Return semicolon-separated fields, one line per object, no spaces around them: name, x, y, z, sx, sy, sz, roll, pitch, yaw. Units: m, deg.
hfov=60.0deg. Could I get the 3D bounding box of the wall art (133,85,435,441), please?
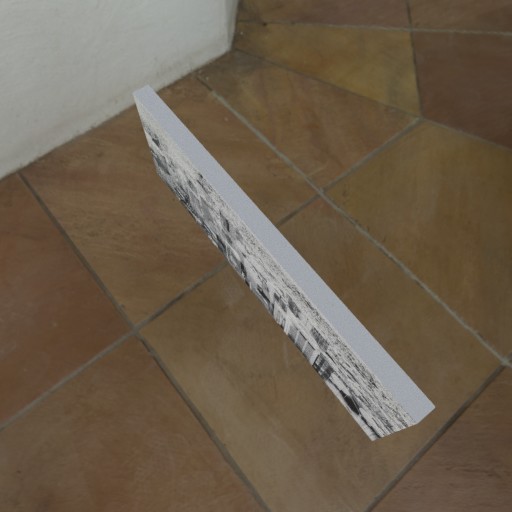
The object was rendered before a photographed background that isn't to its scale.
wall art;0.000;0.000;0.847;0.038;0.255;0.763;-34;67;-16
